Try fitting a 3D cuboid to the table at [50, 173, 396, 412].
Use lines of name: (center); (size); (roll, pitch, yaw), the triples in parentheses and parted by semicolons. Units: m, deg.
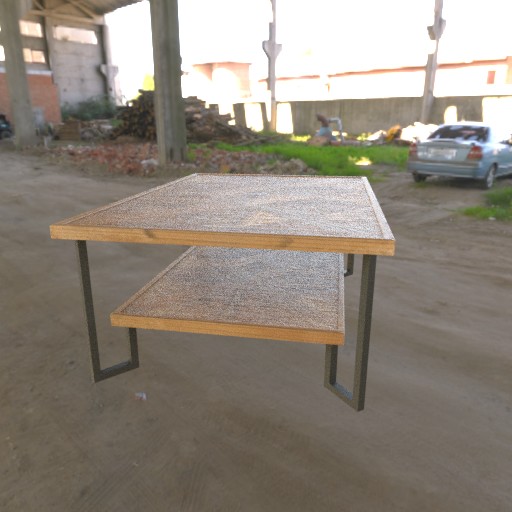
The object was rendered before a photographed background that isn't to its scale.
table: (0.000, 0.000, 1.739); (0.877, 0.492, 1.238); (3, 17, 10)
